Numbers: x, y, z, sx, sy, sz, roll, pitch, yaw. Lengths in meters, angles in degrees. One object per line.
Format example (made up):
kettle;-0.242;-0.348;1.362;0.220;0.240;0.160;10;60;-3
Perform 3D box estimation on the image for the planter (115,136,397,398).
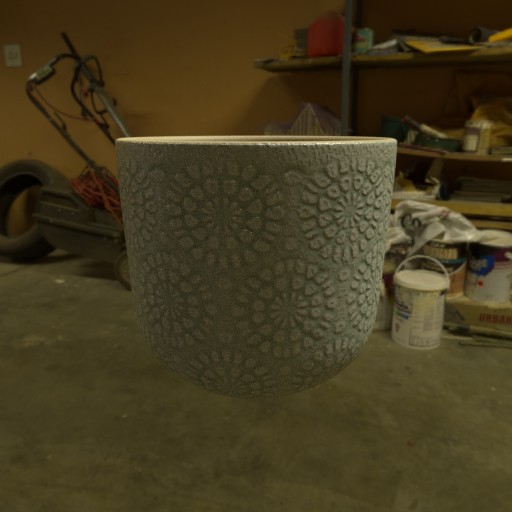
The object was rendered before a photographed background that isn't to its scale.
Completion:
planter;0.000;0.000;0.298;0.169;0.153;0.169;0;16;0
